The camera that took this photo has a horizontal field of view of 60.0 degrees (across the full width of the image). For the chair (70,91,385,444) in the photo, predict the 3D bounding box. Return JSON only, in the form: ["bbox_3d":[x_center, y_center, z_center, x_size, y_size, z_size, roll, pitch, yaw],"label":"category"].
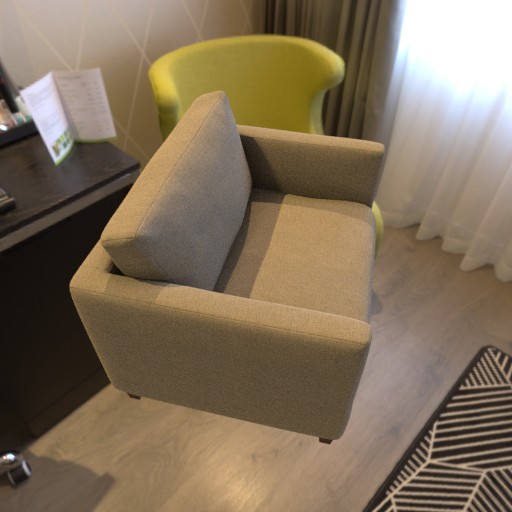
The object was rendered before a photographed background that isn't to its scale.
[{"bbox_3d":[0.000,0.000,1.826,0.959,0.963,1.107,10,46,9],"label":"chair"}]
